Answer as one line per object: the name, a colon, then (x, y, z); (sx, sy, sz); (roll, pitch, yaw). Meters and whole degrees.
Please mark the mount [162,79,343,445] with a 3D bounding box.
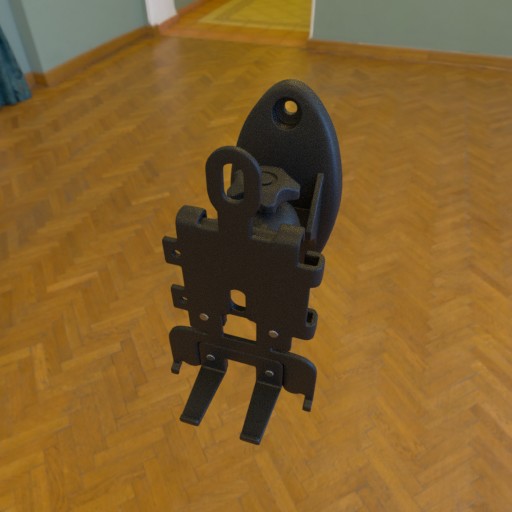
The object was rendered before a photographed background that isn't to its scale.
mount: (0.000, 0.000, 0.179); (0.066, 0.118, 0.100); (12, 42, 13)
